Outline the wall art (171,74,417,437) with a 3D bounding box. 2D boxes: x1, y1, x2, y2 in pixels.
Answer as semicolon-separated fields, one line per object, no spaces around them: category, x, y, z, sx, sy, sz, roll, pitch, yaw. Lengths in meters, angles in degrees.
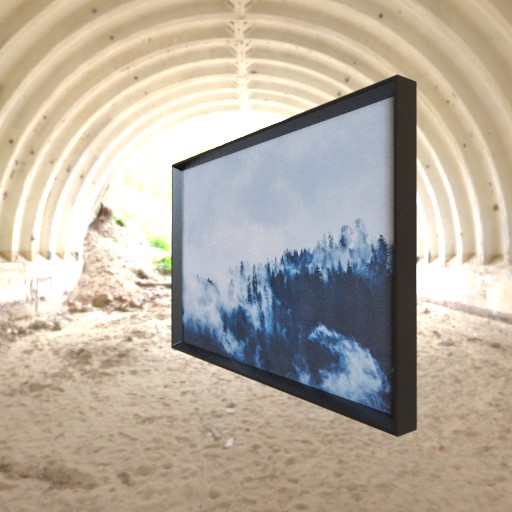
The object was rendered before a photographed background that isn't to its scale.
wall art;0.000;0.000;1.179;0.058;0.640;0.939;0;0;-35
